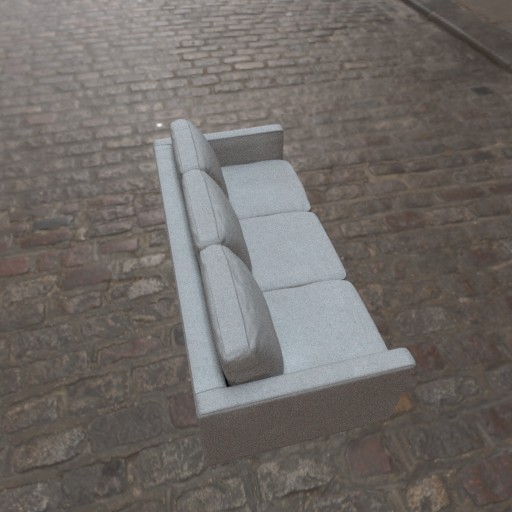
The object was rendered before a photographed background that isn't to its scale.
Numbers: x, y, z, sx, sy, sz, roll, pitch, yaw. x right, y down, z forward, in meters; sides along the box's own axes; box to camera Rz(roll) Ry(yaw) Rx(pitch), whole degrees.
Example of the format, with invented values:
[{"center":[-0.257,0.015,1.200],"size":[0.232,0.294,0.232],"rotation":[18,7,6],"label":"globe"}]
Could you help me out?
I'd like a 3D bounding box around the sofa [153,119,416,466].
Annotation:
[{"center":[0.000,0.000,2.559],"size":[0.944,0.918,1.983],"rotation":[-10,46,-10],"label":"sofa"}]
